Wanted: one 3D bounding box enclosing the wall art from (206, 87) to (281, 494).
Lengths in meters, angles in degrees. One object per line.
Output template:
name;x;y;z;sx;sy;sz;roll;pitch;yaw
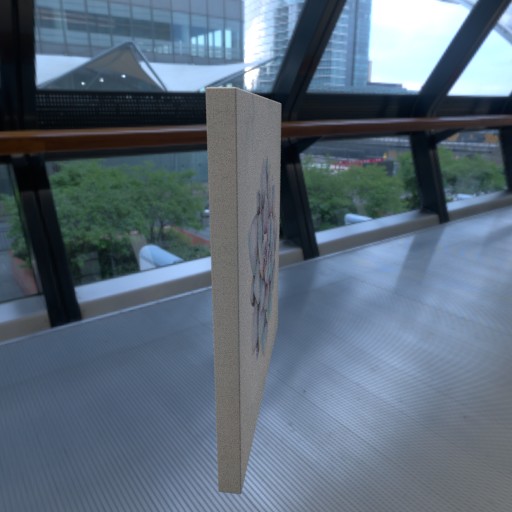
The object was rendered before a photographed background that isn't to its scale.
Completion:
wall art;0.000;0.000;0.911;0.040;0.612;0.612;2;17;8
